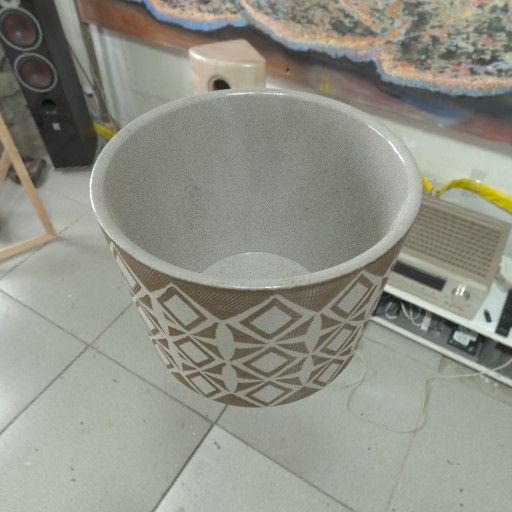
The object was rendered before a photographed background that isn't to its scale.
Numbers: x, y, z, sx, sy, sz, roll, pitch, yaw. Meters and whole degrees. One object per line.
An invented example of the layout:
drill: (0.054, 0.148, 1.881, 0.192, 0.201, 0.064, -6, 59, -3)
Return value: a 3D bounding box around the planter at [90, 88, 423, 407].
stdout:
planter: (0.000, 0.000, 0.437, 0.260, 0.220, 0.260, 0, 47, 0)
